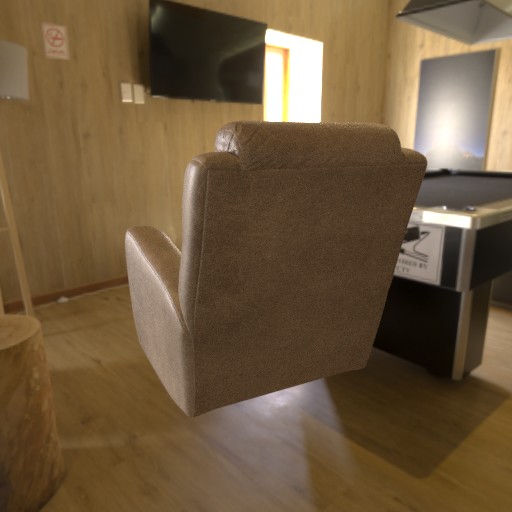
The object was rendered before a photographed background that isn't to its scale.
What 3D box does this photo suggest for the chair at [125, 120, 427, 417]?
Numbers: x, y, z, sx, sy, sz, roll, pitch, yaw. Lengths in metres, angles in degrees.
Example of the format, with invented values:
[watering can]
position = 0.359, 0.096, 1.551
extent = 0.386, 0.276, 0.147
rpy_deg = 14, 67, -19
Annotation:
[chair]
position = 0.000, 0.000, 1.960
extent = 0.965, 1.116, 1.068
rpy_deg = -8, 17, -26
